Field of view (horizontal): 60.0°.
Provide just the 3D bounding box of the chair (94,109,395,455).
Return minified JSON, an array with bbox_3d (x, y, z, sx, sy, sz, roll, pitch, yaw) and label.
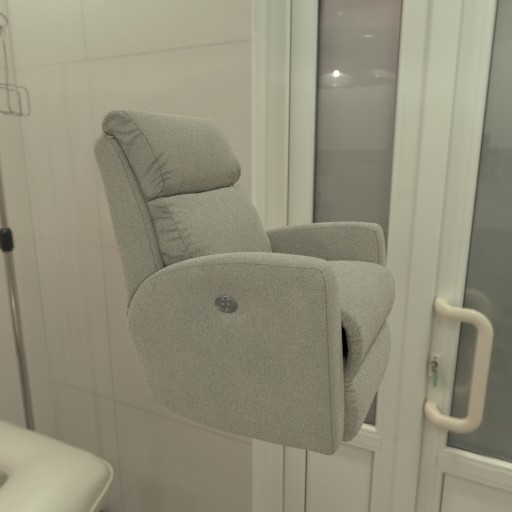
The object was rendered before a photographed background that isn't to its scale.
[{"bbox_3d":[0.000,0.000,1.635,0.940,1.021,0.794,7,15,26],"label":"chair"}]
